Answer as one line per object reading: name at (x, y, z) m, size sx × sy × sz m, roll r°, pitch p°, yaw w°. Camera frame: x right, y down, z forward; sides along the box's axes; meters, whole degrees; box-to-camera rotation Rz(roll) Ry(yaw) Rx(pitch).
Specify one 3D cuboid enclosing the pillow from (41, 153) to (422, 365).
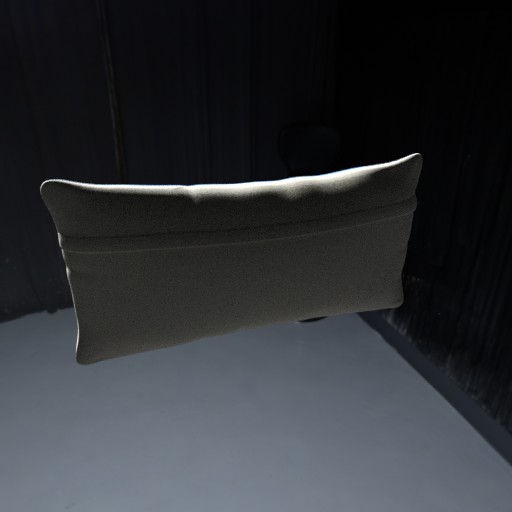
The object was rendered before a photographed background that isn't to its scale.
pillow at (0.000, 0.000, 0.732) m, size 0.604 × 0.307 × 0.148 m, roll -8°, pitch 27°, yaw -16°
